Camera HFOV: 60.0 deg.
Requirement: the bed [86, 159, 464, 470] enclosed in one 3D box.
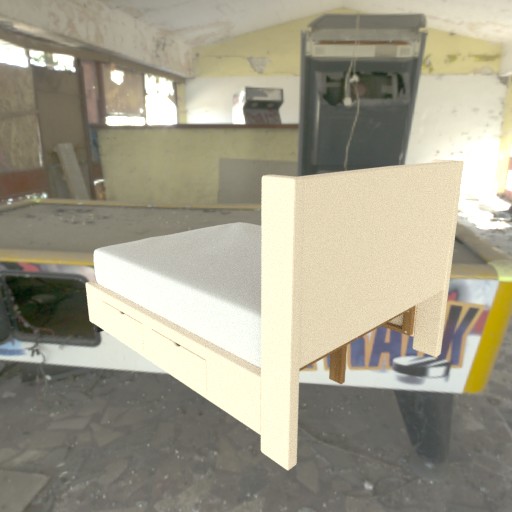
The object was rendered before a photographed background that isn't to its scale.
[{"bbox_3d":[0.000,0.000,3.418,1.765,1.471,2.280,-15,21,-42],"label":"bed"}]
